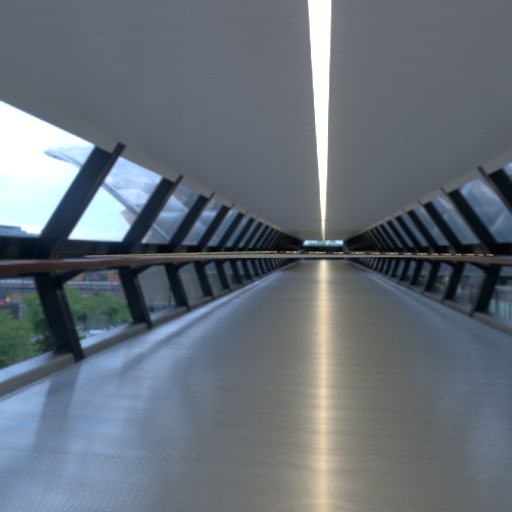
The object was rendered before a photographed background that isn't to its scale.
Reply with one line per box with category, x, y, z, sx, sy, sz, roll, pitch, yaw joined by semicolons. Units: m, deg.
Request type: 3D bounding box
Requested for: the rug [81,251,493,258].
rug;0.000;0.000;2.270;1.247;0.008;1.802;0;-1;-37
